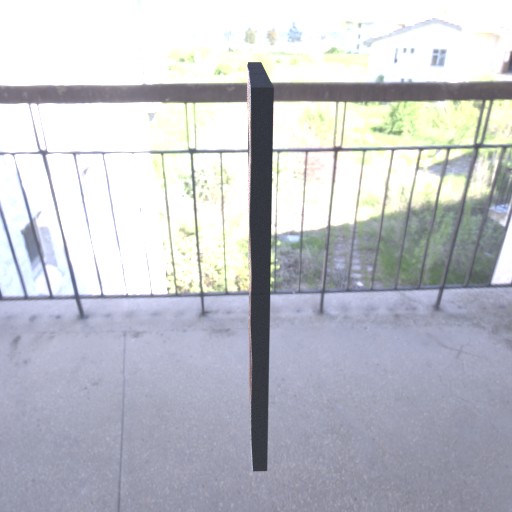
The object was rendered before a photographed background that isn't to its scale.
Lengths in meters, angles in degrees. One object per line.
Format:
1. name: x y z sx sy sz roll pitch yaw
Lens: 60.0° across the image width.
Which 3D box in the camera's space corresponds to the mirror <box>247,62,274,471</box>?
1. mirror: 0.000 0.000 1.181 0.044 0.912 0.606 -1 27 -1
